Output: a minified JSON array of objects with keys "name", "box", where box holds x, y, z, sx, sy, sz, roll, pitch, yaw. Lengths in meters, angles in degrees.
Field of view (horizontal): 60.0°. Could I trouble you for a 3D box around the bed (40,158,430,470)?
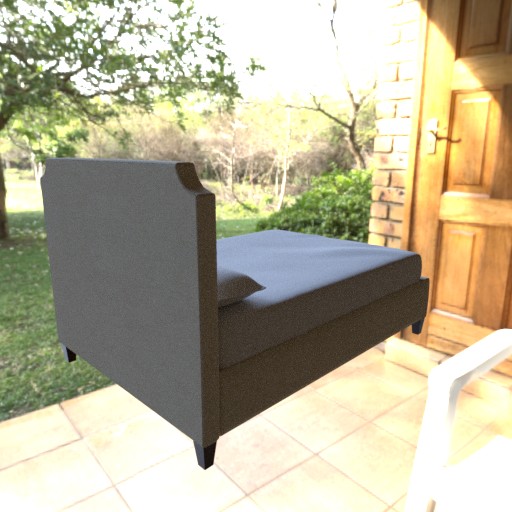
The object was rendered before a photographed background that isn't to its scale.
[{"name":"bed","box":[0.000,0.000,3.328,1.713,1.457,2.381,13,19,43]}]
